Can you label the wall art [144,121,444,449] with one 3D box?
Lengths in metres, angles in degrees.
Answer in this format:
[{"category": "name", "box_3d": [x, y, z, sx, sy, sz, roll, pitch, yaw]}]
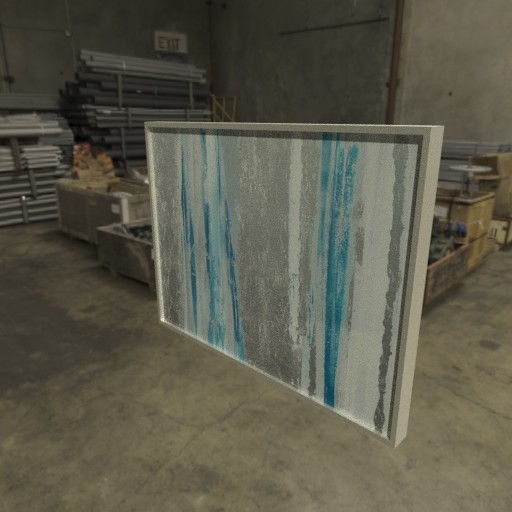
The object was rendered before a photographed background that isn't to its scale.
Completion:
[{"category": "wall art", "box_3d": [0.000, 0.000, 1.398, 1.056, 0.801, 0.066, 16, 24, 41]}]
